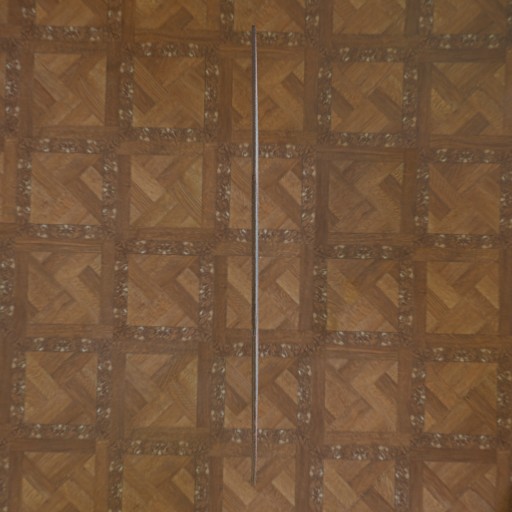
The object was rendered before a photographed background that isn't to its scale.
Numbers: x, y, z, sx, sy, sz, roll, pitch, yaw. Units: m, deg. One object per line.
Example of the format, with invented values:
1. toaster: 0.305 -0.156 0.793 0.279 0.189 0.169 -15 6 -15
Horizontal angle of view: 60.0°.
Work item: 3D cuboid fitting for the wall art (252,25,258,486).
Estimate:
1. wall art: 0.000 0.000 2.229 0.014 1.525 1.527 0 90 1
